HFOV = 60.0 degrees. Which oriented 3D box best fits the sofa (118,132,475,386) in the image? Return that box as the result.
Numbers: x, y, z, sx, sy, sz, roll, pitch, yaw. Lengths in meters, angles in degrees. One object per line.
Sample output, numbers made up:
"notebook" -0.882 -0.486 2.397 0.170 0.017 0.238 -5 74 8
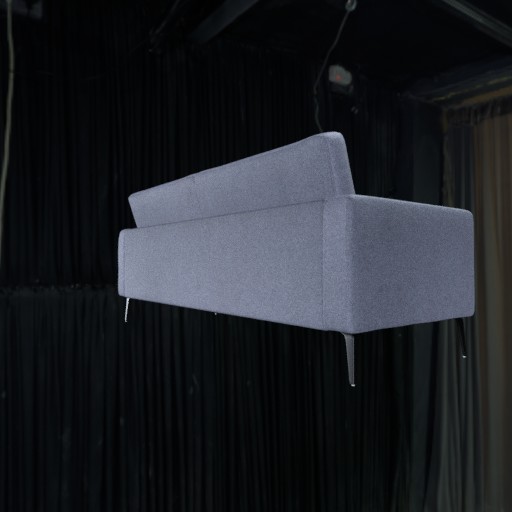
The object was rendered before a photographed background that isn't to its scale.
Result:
"sofa" 0.000 0.000 2.320 0.774 0.828 1.925 1 -1 -38
